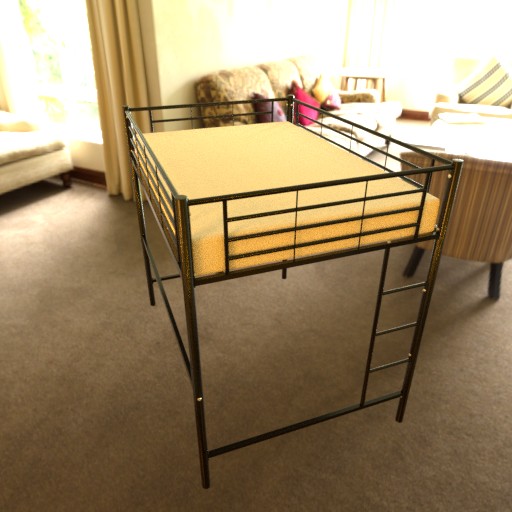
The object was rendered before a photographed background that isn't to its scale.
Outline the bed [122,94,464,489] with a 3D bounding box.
[{"bbox_3d":[0.000,0.000,3.152,1.397,1.803,1.994,-10,31,-18],"label":"bed"}]
